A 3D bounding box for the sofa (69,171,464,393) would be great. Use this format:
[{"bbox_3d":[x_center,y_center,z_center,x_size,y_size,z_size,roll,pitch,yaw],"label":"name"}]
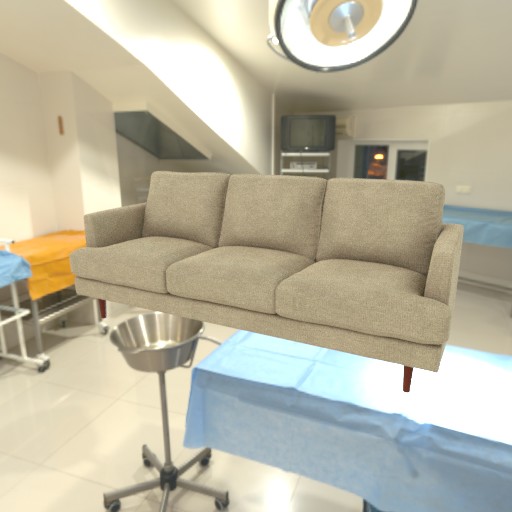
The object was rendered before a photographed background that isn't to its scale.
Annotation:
[{"bbox_3d":[0.000,0.000,2.680,2.246,0.930,0.903,8,17,26],"label":"sofa"}]
